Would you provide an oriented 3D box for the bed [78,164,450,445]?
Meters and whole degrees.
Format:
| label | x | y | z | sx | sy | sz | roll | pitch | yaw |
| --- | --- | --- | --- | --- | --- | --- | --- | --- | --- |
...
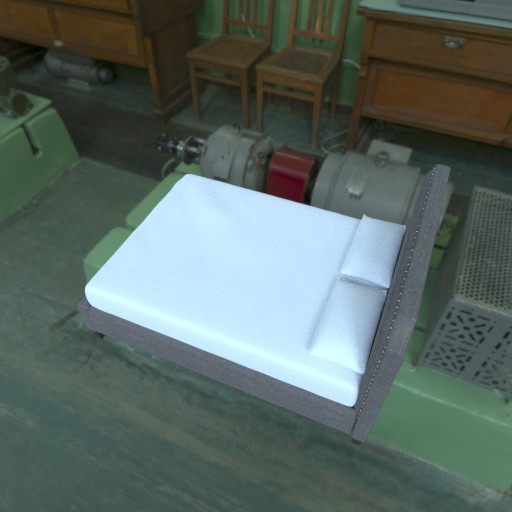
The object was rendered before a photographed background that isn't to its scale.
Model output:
| label | x | y | z | sx | sy | sz | roll | pitch | yaw |
| --- | --- | --- | --- | --- | --- | --- | --- | --- | --- |
| bed | 0.000 | 0.000 | 3.525 | 2.381 | 1.457 | 1.713 | 17 | 49 | 16 |
